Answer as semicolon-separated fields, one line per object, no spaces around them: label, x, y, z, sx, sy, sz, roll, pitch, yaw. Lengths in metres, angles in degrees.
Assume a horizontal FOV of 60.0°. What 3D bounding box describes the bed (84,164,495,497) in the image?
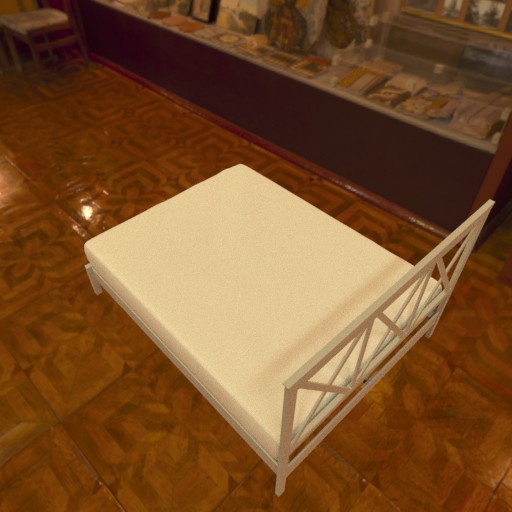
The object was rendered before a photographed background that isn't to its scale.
bed;0.000;0.000;3.067;1.673;1.253;2.135;-33;53;-29
